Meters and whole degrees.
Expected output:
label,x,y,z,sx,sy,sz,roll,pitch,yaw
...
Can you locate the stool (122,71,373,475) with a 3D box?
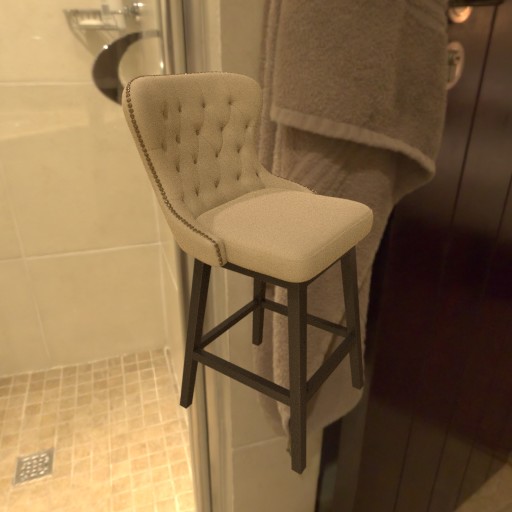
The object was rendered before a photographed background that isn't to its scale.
label,x,y,z,sx,sy,sz,roll,pitch,yaw
stool,0.000,0.000,1.291,0.593,0.971,0.528,17,30,31
